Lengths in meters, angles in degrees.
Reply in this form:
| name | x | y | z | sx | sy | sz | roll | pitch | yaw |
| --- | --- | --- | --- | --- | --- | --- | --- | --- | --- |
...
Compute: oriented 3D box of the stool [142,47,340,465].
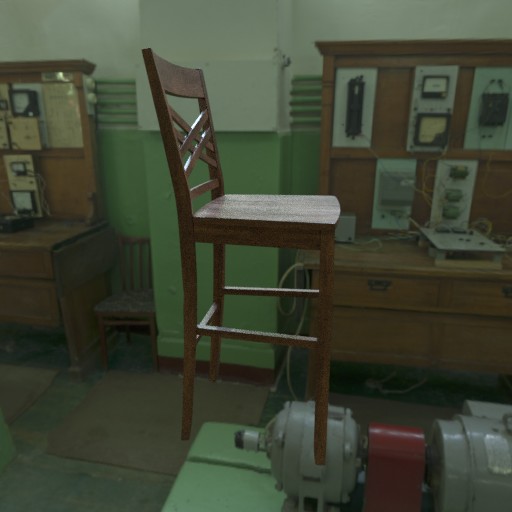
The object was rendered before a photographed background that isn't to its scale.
| name | x | y | z | sx | sy | sz | roll | pitch | yaw |
| --- | --- | --- | --- | --- | --- | --- | --- | --- | --- |
| stool | 0.000 | 0.000 | 1.343 | 0.487 | 1.105 | 0.433 | 3 | 17 | 9 |
